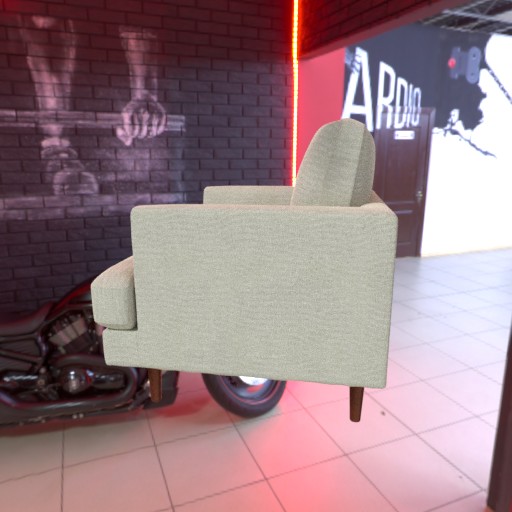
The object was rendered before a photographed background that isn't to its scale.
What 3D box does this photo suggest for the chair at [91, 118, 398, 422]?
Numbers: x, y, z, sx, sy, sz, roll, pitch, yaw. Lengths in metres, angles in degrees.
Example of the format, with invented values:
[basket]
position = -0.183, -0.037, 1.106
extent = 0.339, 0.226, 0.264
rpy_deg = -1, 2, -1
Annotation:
[chair]
position = 0.000, 0.000, 1.662
extent = 0.899, 0.957, 0.858
rpy_deg = 2, 14, 10
